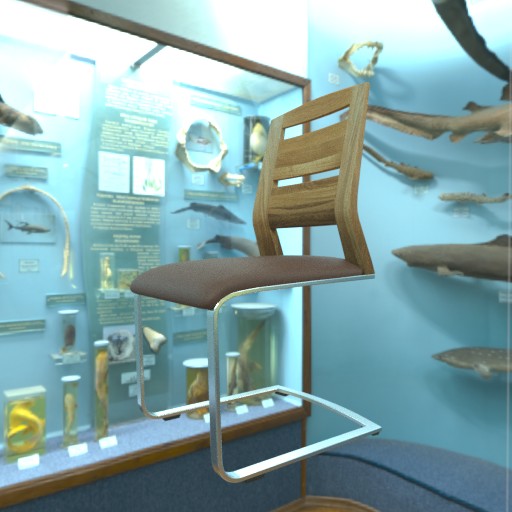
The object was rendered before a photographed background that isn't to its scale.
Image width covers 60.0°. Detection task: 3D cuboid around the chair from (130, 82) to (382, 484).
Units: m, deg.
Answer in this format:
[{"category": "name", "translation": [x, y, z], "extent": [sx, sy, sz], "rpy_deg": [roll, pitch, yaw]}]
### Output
[{"category": "chair", "translation": [0.000, 0.000, 1.231], "extent": [0.570, 0.970, 0.460], "rpy_deg": [-1, 1, -35]}]
